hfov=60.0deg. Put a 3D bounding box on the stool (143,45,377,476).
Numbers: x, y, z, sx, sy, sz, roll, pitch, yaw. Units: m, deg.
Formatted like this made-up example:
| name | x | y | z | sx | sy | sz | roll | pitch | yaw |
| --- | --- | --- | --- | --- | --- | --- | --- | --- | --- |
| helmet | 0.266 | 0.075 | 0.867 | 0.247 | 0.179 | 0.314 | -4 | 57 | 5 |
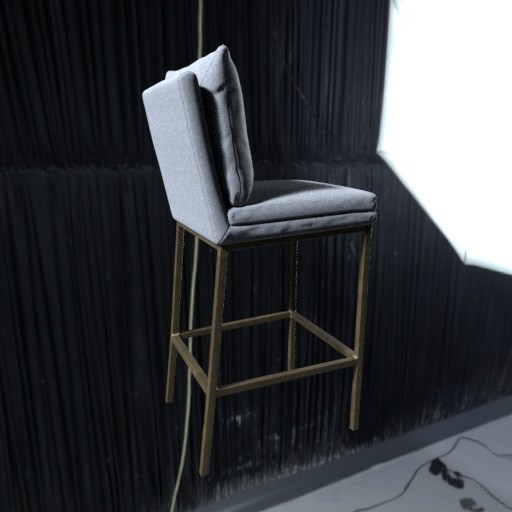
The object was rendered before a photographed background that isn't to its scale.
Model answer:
| name | x | y | z | sx | sy | sz | roll | pitch | yaw |
| --- | --- | --- | --- | --- | --- | --- | --- | --- | --- |
| stool | 0.000 | 0.000 | 1.400 | 0.569 | 1.130 | 0.463 | -7 | 16 | -24 |
